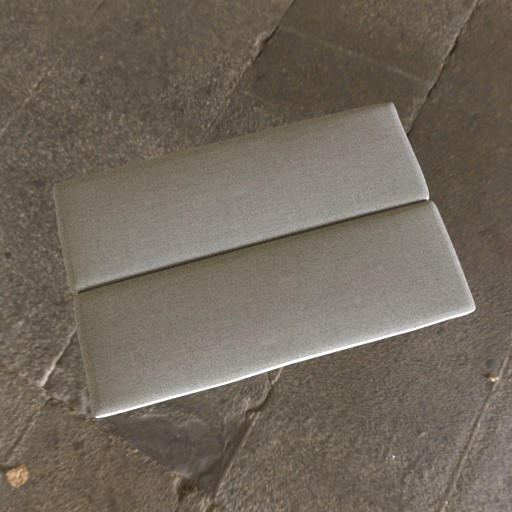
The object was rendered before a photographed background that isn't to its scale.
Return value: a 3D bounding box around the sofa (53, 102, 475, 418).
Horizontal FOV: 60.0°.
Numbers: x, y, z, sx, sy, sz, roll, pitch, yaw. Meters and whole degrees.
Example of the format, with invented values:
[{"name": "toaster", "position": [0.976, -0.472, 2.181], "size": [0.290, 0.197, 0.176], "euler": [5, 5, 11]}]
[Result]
[{"name": "sofa", "position": [0.000, 0.000, 1.635], "size": [1.250, 0.434, 0.817], "euler": [-15, 76, -4]}]
